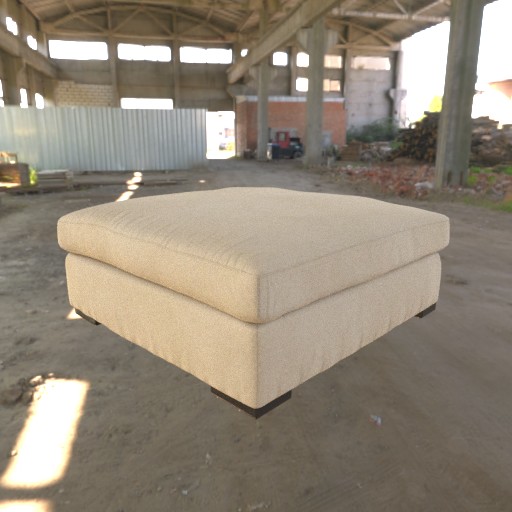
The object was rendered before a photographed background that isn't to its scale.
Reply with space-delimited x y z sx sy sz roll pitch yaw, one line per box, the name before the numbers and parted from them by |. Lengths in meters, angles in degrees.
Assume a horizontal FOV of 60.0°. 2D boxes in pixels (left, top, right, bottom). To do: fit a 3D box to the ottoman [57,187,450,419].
ottoman | 0.000 0.000 1.893 1.190 0.522 1.205 13 19 42
